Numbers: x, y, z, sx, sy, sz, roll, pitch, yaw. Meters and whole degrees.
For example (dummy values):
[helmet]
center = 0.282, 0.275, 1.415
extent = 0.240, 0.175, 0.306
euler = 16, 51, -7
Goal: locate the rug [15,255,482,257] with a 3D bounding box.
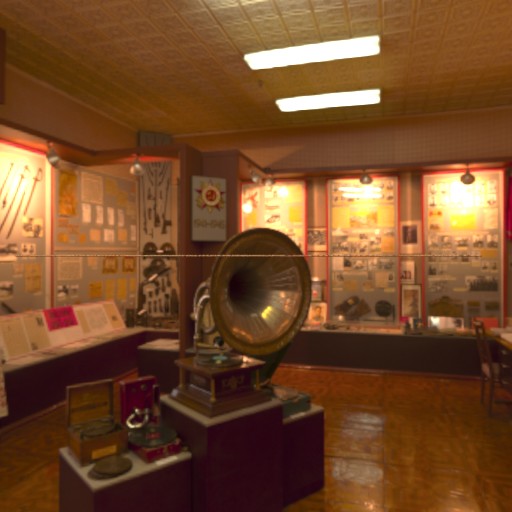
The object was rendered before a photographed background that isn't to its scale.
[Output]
[rug]
center = 0.000, 0.000, 2.899
extent = 2.428, 0.007, 1.519
euler = 0, 0, 18
